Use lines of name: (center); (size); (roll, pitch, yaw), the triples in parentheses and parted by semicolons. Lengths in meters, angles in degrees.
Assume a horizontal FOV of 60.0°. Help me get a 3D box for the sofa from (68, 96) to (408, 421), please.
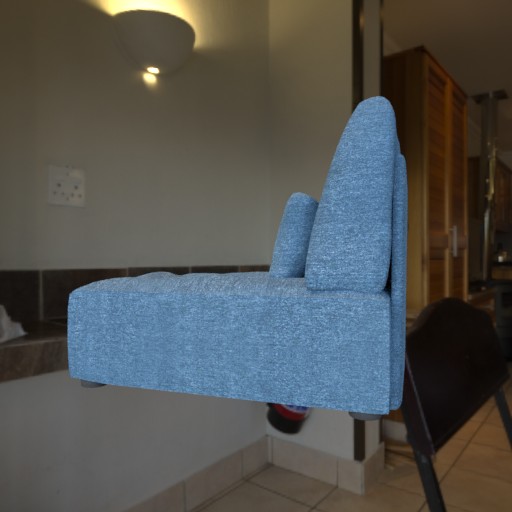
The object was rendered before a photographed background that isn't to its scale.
sofa: (0.000, 0.000, 1.549); (1.000, 0.820, 0.700); (0, -1, 19)
